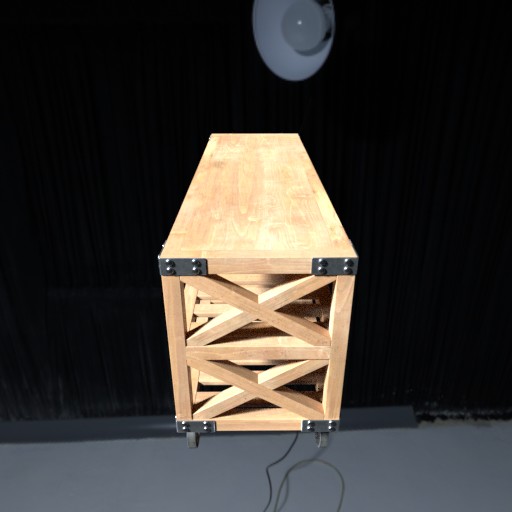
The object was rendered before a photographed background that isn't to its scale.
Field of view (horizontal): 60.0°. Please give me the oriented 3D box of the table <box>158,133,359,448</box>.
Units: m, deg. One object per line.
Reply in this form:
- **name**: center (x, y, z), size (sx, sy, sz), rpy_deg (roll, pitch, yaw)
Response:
- **table**: center (0.000, 0.000, 1.823), size (0.467, 0.711, 1.487), rpy_deg (0, 26, 0)
